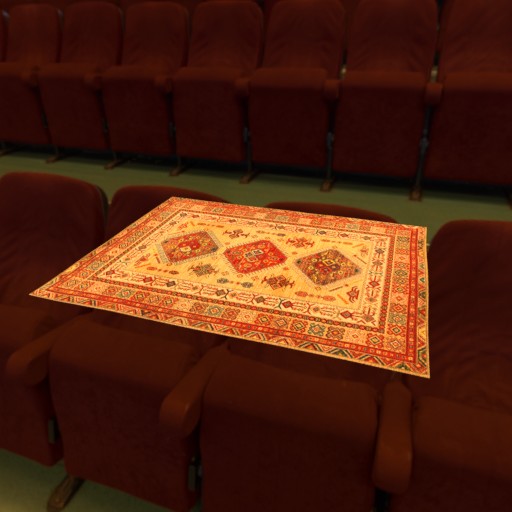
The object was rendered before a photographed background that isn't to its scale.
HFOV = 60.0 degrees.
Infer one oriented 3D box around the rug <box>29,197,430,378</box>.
[{"bbox_3d":[0.000,0.000,4.180,3.067,0.005,2.460,9,28,16],"label":"rug"}]
